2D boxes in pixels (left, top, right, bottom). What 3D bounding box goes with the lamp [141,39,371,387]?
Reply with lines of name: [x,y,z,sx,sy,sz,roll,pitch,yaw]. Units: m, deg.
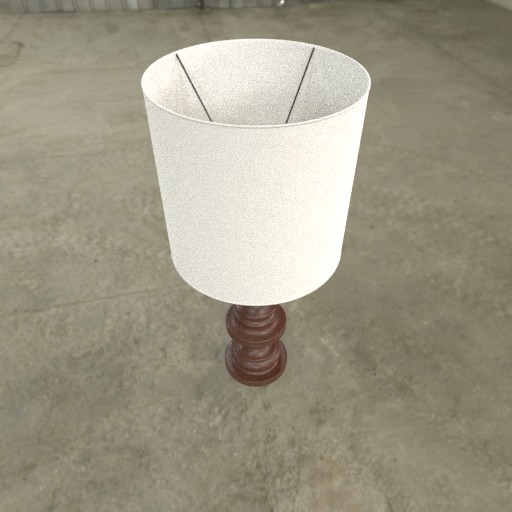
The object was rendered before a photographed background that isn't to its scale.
lamp: [0.000,0.000,0.563,0.208,0.455,0.208,12,44,13]
